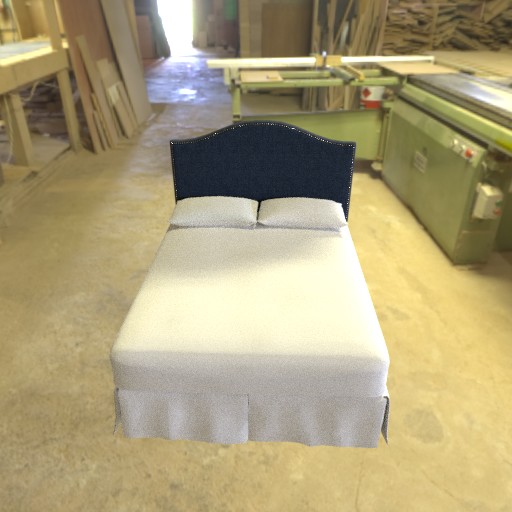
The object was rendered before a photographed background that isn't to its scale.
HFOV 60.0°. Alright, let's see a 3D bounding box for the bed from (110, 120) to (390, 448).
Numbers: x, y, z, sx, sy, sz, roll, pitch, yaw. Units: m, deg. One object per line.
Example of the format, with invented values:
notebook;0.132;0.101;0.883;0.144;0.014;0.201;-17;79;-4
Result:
bed;0.000;0.000;3.290;1.713;1.518;2.153;1;30;2
